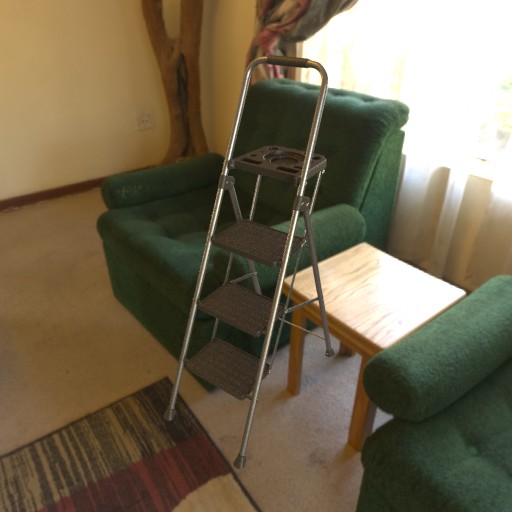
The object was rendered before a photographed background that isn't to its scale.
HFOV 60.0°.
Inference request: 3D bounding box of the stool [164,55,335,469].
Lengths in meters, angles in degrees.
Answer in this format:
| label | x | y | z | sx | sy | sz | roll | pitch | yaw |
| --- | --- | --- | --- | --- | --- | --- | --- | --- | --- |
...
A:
| label | x | y | z | sx | sy | sz | roll | pitch | yaw |
| --- | --- | --- | --- | --- | --- | --- | --- | --- | --- |
| stool | 0.000 | 0.000 | 1.587 | 0.396 | 1.277 | 0.733 | 20 | 37 | 30 |
